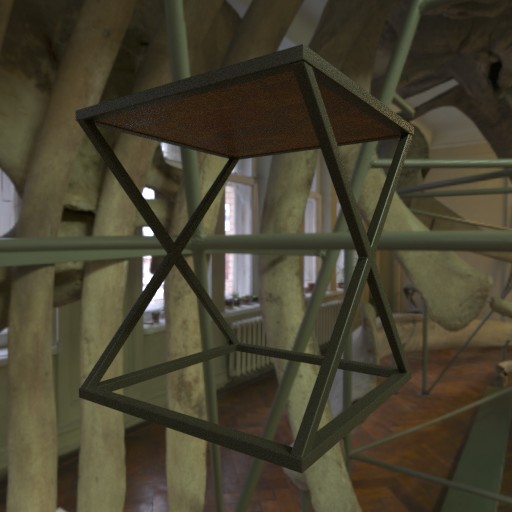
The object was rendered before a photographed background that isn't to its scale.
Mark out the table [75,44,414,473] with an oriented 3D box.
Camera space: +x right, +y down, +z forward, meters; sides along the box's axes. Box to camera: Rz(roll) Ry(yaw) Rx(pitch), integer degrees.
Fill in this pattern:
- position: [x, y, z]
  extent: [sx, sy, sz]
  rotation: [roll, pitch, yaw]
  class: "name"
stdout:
- position: [0.000, 0.000, 0.922]
  extent: [0.500, 0.565, 0.500]
  rotation: [1, 2, 35]
  class: "table"
